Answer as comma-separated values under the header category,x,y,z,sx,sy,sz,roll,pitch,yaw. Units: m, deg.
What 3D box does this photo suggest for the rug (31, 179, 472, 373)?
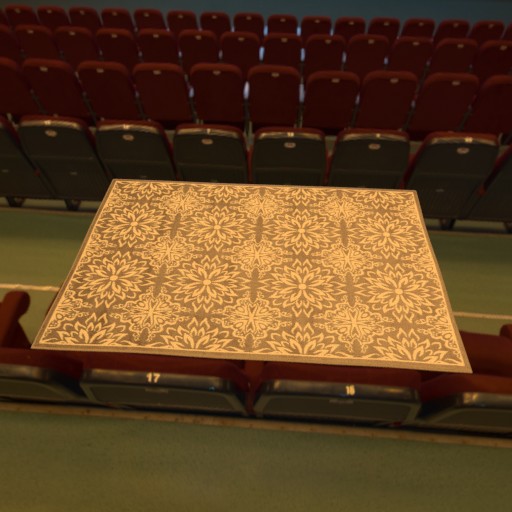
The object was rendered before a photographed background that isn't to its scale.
category,x,y,z,sx,sy,sz,roll,pitch,yaw
rug,0.000,0.000,2.275,1.847,0.012,1.224,3,46,3
